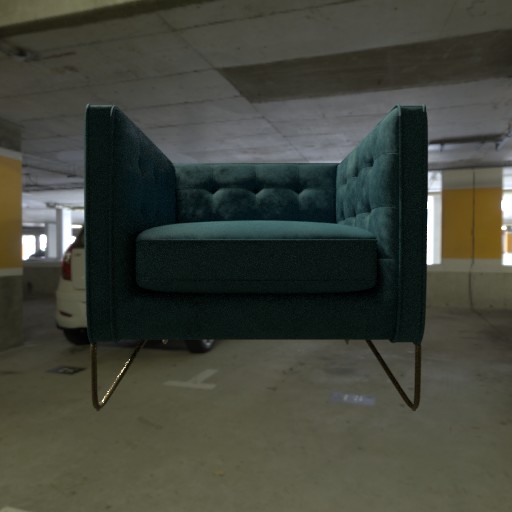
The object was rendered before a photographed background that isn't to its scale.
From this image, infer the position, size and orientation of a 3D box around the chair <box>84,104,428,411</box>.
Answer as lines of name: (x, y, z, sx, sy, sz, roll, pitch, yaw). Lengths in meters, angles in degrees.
chair: (0.000, 0.000, 1.528, 0.880, 0.790, 0.894, 0, 1, 0)
